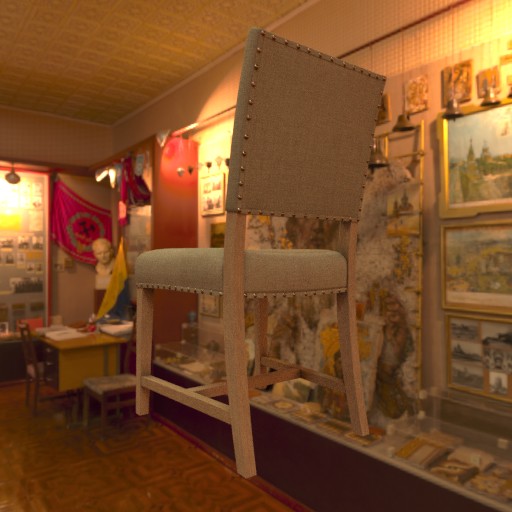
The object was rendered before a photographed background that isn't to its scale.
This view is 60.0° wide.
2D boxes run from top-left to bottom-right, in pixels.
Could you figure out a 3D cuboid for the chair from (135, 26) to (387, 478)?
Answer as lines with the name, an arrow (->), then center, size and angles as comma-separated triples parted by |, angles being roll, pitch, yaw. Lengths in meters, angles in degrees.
chair -> 0.000, 0.000, 1.301 | 0.508, 0.986, 0.622 | 0, 0, -36
